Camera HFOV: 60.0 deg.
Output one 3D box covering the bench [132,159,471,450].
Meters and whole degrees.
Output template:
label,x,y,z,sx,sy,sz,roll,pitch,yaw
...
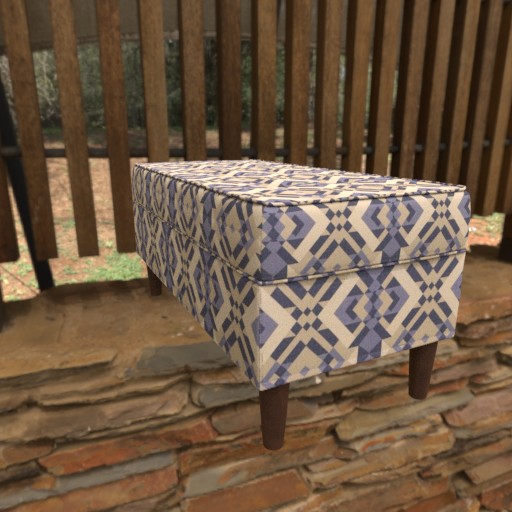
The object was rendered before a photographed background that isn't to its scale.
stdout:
label,x,y,z,sx,sy,sz,roll,pitch,yaw
bench,0.000,0.000,1.265,0.492,0.477,1.016,-8,17,-25
